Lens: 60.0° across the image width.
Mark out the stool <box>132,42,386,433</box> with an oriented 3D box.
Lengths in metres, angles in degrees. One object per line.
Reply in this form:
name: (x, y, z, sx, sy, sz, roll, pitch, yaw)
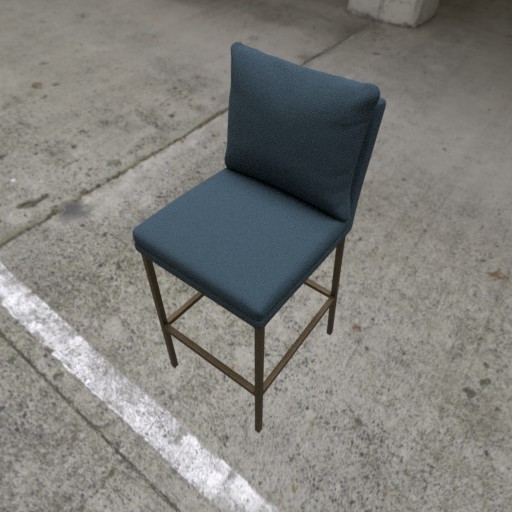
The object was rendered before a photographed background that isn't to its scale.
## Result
stool: (0.000, 0.000, 1.428, 0.463, 1.124, 0.568, 29, 53, 25)
